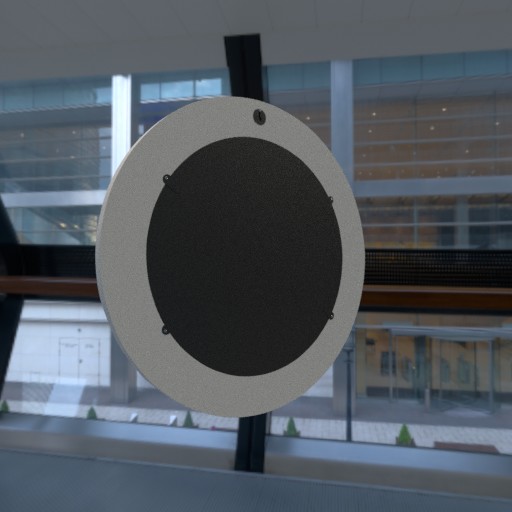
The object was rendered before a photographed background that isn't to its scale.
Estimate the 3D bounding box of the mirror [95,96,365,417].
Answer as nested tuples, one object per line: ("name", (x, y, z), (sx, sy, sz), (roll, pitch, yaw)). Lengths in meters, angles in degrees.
("mirror", (0.000, 0.000, 1.305), (0.914, 0.914, 0.038), (1, -2, -35))
